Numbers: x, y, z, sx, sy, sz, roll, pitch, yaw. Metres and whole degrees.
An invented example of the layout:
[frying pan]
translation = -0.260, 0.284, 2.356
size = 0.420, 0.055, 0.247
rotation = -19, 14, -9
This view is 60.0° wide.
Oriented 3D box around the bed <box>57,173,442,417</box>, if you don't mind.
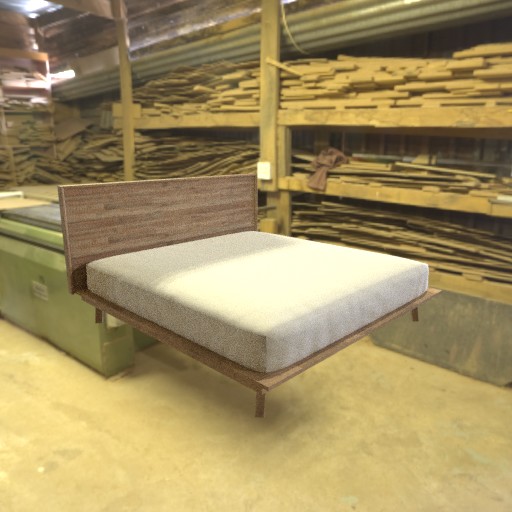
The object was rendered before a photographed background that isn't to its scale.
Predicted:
[bed]
translation = 0.000, 0.000, 3.503
size = 2.167, 1.100, 2.116
rotation = 13, 19, 43
